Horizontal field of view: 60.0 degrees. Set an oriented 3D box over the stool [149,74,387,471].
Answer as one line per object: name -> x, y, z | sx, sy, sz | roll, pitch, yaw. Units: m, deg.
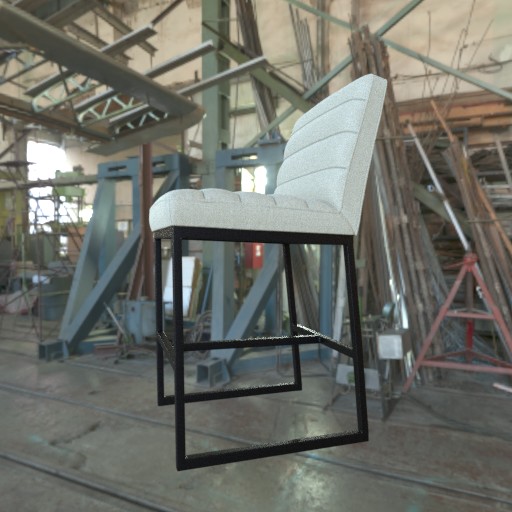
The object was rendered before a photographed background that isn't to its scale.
stool -> 0.000, 0.000, 1.255 | 0.560, 0.940, 0.460 | 0, 2, -18
